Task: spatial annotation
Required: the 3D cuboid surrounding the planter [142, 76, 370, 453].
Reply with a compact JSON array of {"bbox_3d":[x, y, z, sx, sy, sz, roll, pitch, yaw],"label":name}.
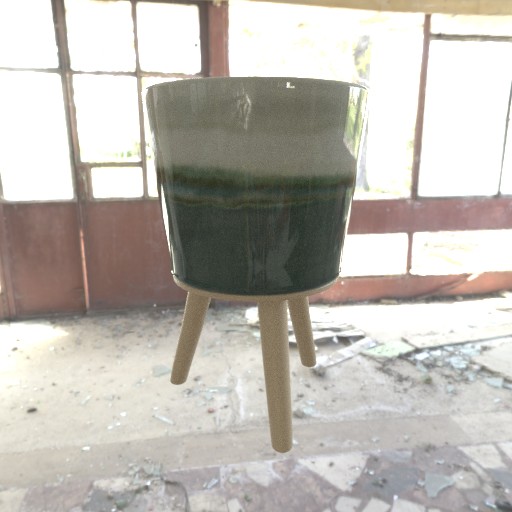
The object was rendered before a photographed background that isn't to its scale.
[{"bbox_3d":[0.000,0.000,0.473,0.217,0.331,0.217,8,16,27],"label":"planter"}]
